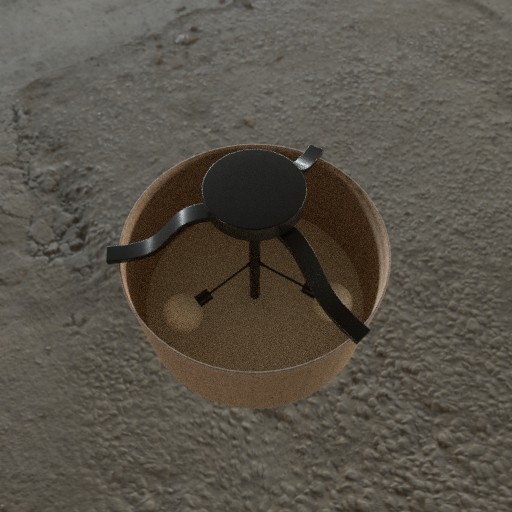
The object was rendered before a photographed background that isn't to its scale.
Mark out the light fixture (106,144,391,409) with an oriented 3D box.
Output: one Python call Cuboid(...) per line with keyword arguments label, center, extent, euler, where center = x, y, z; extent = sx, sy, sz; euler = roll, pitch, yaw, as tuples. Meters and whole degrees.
Cuboid(label="light fixture", center=(0.000, 0.000, 0.657), extent=(0.390, 0.306, 0.390), euler=(0, 58, 0))
